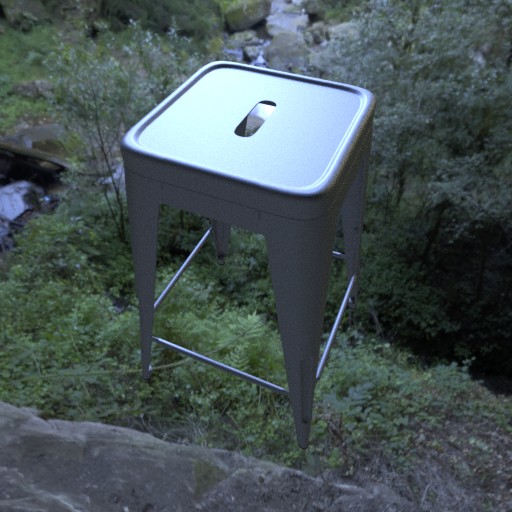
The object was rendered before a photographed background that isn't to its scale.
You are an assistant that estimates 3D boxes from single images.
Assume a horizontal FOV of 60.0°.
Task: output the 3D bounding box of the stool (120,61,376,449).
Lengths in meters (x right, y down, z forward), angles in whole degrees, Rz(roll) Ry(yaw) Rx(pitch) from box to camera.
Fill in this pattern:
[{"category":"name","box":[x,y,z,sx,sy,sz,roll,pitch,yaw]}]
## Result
[{"category":"stool","box":[0.000,0.000,0.871,0.406,0.610,0.406,18,50,16]}]
